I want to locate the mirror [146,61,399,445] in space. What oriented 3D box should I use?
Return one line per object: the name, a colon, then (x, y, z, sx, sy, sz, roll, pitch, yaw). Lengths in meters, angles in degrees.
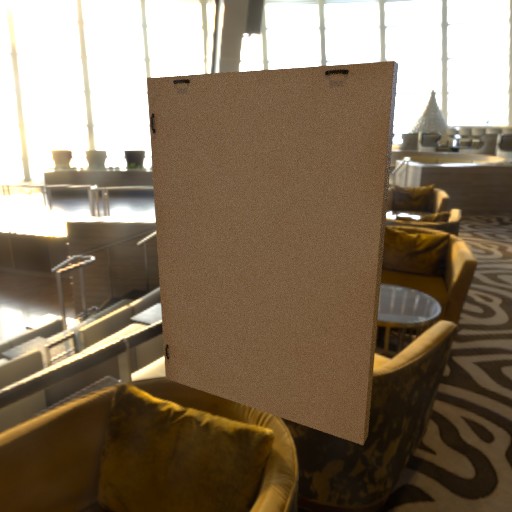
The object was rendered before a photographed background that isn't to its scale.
mirror: (0.000, 0.000, 0.917, 0.507, 0.710, 0.039, 9, 18, 28)
